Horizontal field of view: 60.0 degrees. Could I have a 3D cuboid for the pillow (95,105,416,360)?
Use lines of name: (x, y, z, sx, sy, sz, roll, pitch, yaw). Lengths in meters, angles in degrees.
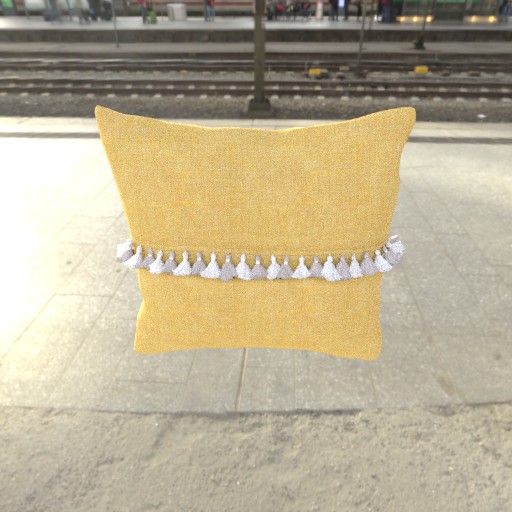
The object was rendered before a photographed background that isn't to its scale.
pillow: (0.000, 0.000, 0.746, 0.485, 0.481, 0.167, 1, 30, 1)
